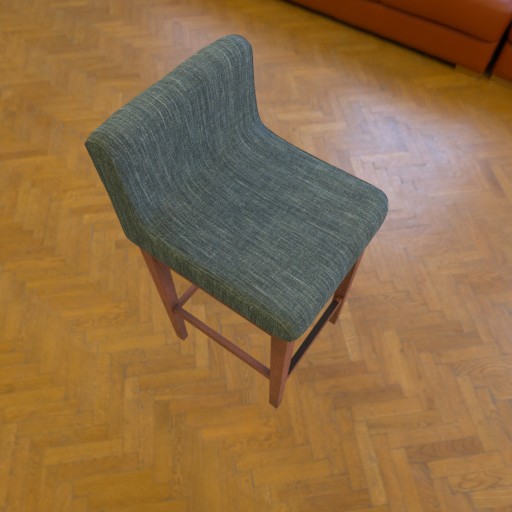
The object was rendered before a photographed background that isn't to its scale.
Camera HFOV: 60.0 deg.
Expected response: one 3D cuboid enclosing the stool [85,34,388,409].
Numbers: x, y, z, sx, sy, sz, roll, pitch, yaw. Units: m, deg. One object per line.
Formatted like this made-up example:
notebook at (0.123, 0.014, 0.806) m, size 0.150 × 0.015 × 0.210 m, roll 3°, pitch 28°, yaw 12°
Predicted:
stool at (0.000, 0.000, 1.092) m, size 0.459 × 0.835 × 0.395 m, roll 31°, pitch 62°, yaw 19°
